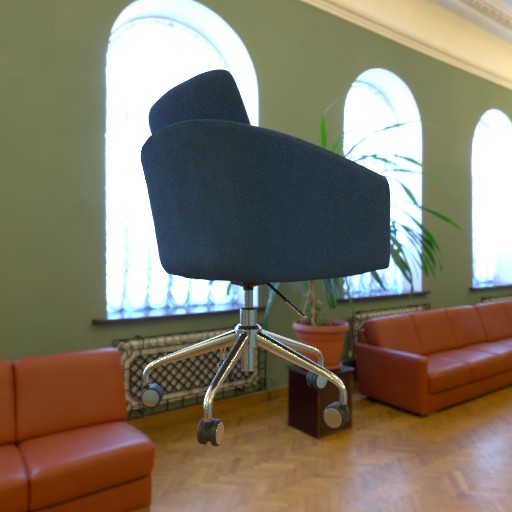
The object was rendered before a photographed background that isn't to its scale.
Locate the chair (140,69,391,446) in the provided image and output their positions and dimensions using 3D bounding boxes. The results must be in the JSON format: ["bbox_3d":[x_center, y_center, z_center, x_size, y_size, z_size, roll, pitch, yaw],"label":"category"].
[{"bbox_3d":[0.000,0.000,1.365,0.635,0.908,0.641,0,0,-37],"label":"chair"}]
